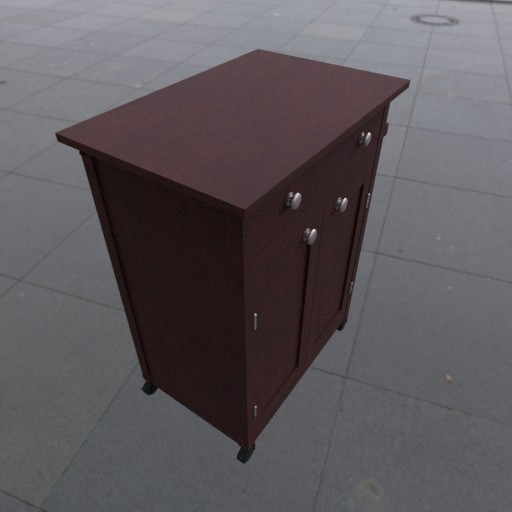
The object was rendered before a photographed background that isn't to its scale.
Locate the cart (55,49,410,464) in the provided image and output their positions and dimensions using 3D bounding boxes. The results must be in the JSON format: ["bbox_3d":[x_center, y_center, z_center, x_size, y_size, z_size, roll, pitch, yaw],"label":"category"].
[{"bbox_3d":[0.000,0.000,1.227,0.442,0.864,0.683,24,46,26],"label":"cart"}]
